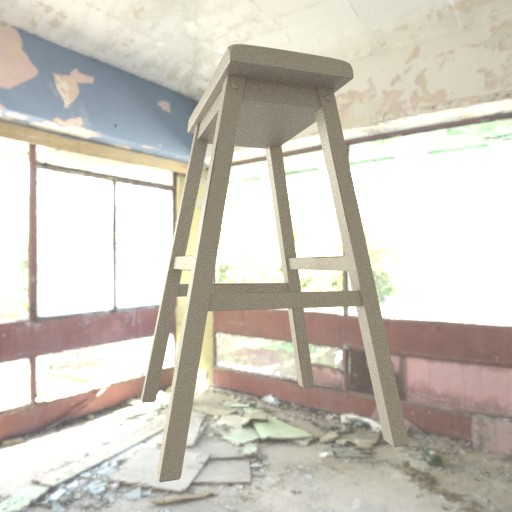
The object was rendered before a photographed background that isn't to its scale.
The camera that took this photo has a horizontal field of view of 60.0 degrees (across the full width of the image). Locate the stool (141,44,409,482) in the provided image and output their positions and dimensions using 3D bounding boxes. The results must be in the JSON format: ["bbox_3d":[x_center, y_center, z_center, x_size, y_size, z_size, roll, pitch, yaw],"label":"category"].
[{"bbox_3d":[0.000,0.000,1.008,0.476,0.737,0.457,0,-1,-18],"label":"stool"}]
